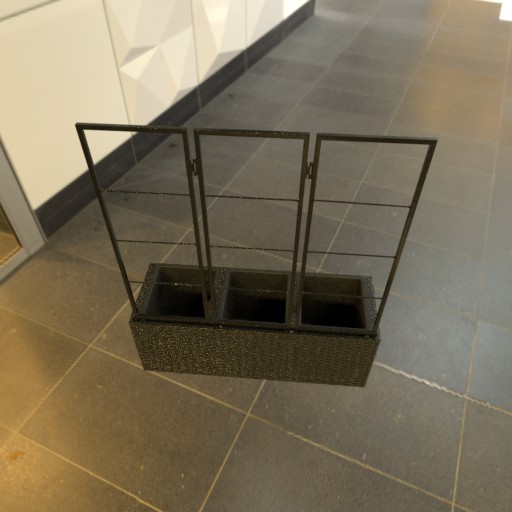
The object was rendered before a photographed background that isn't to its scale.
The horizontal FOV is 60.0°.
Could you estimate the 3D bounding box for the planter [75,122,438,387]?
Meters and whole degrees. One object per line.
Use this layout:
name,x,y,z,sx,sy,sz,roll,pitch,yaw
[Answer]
planter,0.000,0.000,1.180,0.698,0.841,0.244,3,44,4
